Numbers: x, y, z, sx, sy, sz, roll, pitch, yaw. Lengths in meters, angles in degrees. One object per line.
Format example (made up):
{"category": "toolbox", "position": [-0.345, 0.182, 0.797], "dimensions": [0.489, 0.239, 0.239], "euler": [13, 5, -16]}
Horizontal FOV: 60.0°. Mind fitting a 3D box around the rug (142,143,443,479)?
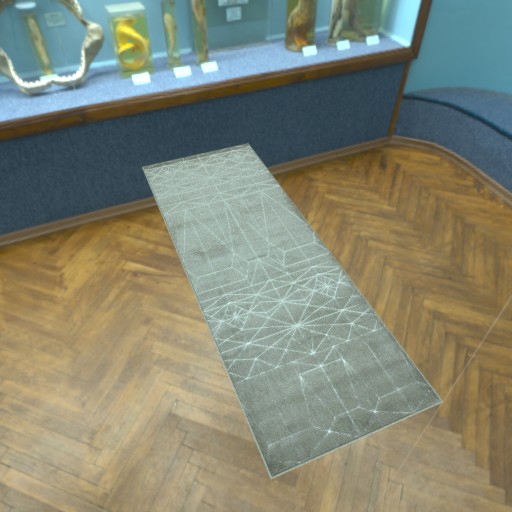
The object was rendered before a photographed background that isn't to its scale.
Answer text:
{"category": "rug", "position": [0.000, 0.000, 2.688], "dimensions": [0.864, 0.012, 2.388], "euler": [-17, 48, -16]}
